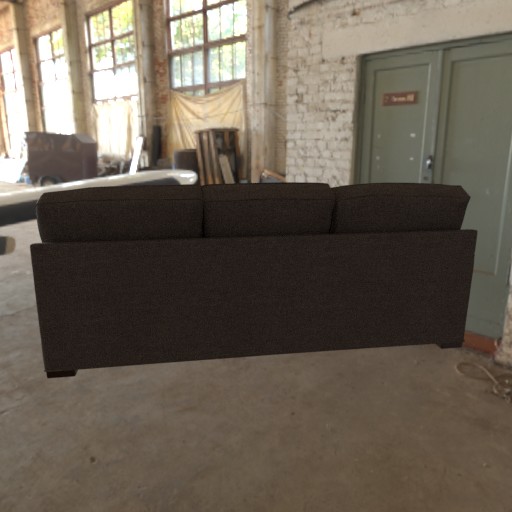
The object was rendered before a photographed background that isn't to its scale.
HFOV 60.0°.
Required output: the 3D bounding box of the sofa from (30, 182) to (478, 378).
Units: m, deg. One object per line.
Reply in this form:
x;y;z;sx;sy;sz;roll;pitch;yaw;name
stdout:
0.000;0.000;2.816;2.369;0.978;1.004;-2;14;-9;sofa
